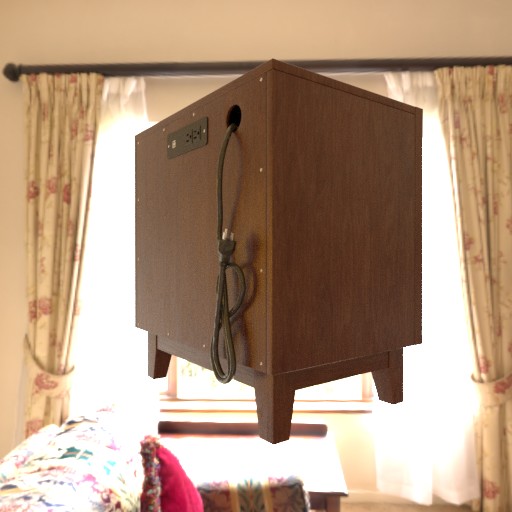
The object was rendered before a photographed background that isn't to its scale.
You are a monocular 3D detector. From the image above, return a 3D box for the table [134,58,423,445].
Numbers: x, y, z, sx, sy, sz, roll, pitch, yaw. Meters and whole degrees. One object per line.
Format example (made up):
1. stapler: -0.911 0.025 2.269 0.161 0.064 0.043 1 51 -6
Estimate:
1. table: 0.000 0.000 1.009 0.449 0.609 0.557 0 0 -37
